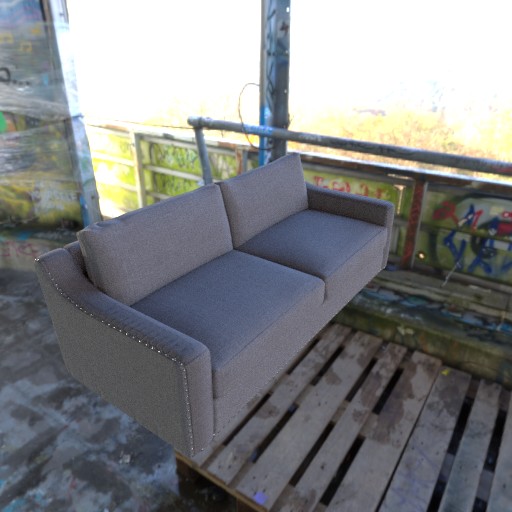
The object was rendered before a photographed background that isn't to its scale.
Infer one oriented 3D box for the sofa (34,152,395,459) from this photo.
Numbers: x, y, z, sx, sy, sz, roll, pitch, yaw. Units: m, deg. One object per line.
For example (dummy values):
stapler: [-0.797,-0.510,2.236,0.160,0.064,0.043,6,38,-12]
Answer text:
sofa: [0.000,0.000,2.738,1.000,0.857,2.208,18,32,32]
